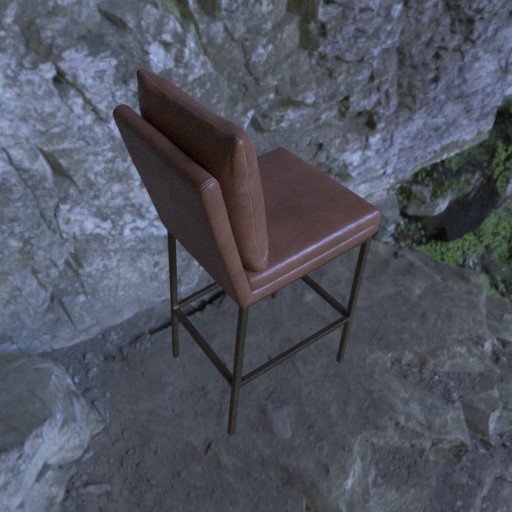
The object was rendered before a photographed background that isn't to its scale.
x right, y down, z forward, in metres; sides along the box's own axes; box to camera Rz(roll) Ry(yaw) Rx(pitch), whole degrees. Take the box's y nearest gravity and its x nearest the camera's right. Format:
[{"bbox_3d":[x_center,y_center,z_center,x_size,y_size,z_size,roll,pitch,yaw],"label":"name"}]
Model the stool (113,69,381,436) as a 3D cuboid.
[{"bbox_3d":[0.000,0.000,1.411,0.571,1.124,0.463,-27,49,-26],"label":"stool"}]
